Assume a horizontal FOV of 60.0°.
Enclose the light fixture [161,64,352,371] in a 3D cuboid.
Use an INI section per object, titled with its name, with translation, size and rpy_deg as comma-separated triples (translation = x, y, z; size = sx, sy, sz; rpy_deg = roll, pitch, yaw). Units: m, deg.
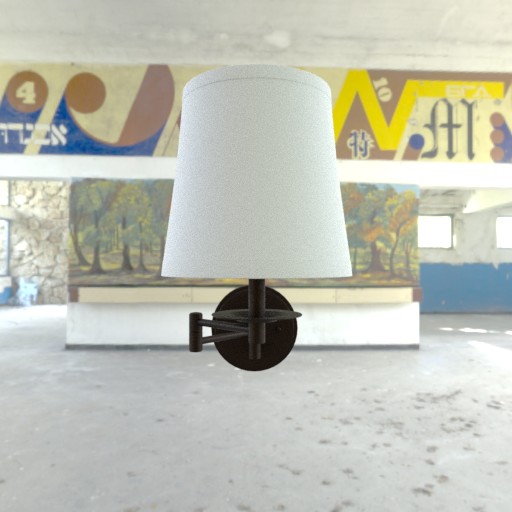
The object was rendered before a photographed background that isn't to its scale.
[light fixture]
translation = 0.000, 0.000, 0.266
size = 0.100, 0.172, 0.157
rpy_deg = 0, -1, -1
